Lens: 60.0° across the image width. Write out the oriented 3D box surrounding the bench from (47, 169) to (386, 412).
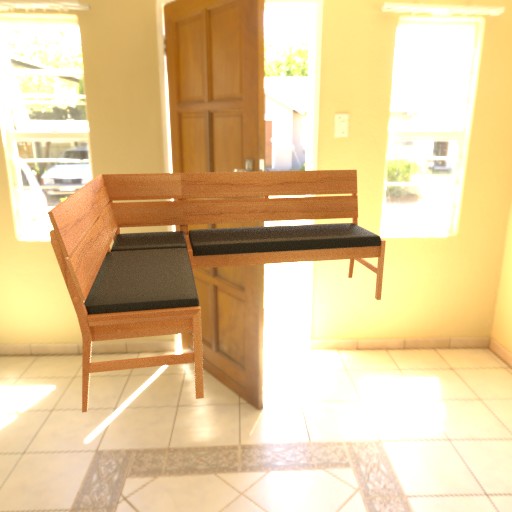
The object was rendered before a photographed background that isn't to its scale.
[{"bbox_3d":[0.000,0.000,2.728,1.948,0.890,1.548,-3,16,-11],"label":"bench"}]
